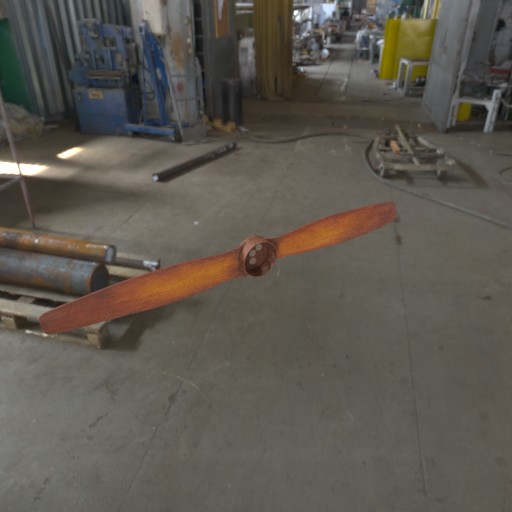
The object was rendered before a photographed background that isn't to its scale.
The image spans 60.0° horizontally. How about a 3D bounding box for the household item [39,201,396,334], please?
[{"bbox_3d":[0.000,0.000,1.297,1.181,0.121,0.051,-18,34,-28],"label":"household item"}]
